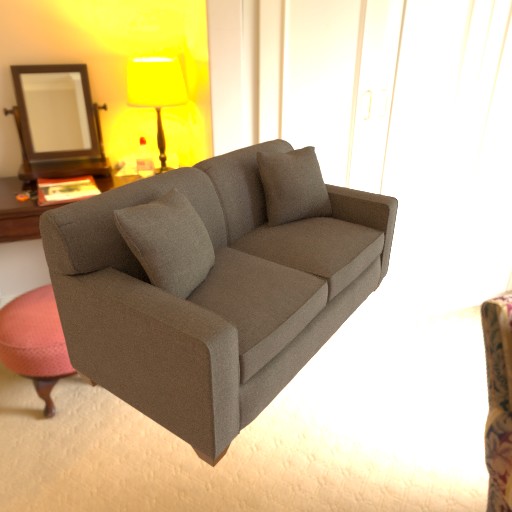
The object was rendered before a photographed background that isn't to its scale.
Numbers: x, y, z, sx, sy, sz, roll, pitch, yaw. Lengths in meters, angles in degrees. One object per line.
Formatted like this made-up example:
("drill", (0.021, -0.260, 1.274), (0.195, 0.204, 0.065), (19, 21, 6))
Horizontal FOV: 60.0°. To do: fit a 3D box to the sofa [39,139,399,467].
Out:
("sofa", (0.000, 0.000, 2.456), (1.000, 0.958, 1.846), (18, 32, 31))
